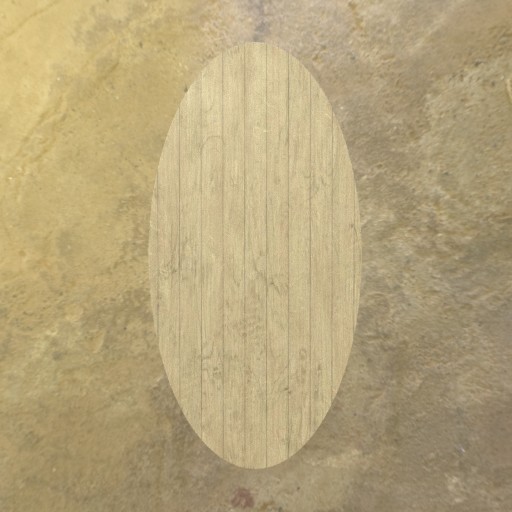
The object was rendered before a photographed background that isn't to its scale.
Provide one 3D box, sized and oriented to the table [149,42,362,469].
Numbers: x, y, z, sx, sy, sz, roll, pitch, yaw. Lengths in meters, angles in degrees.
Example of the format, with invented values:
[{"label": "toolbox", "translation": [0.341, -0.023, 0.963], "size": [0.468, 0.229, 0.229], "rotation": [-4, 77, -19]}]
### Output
[{"label": "table", "translation": [0.000, 0.000, 1.319], "size": [0.542, 0.390, 1.083], "rotation": [0, 91, 1]}]
